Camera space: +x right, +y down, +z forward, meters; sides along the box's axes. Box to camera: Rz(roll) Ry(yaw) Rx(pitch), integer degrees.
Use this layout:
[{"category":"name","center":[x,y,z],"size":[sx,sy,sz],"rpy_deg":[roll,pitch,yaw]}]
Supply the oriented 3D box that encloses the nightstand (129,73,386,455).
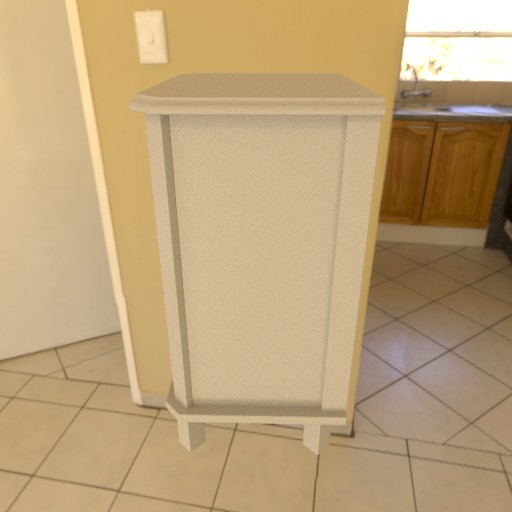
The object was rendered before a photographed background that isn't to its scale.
[{"category":"nightstand","center":[0.000,0.000,0.929],"size":[0.350,0.680,0.450],"rpy_deg":[1,26,1]}]
